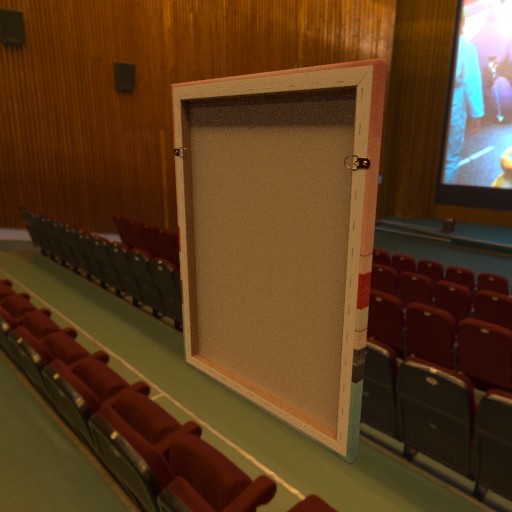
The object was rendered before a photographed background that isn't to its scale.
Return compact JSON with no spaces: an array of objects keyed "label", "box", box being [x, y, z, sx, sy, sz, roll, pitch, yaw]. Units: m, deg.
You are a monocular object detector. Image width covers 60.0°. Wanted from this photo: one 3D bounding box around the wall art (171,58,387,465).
[{"label":"wall art","box":[0.000,0.000,1.333,0.039,1.016,0.761,-15,22,-42]}]
